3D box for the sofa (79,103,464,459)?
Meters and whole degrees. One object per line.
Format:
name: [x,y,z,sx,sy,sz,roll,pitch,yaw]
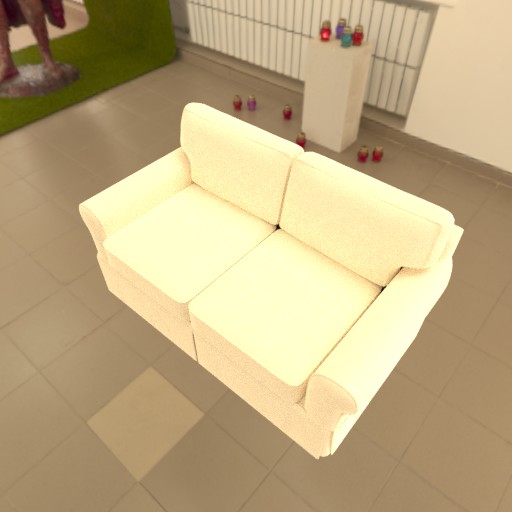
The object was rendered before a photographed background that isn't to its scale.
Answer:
sofa: [0.000,0.000,2.321,1.727,0.940,0.991,31,53,27]
